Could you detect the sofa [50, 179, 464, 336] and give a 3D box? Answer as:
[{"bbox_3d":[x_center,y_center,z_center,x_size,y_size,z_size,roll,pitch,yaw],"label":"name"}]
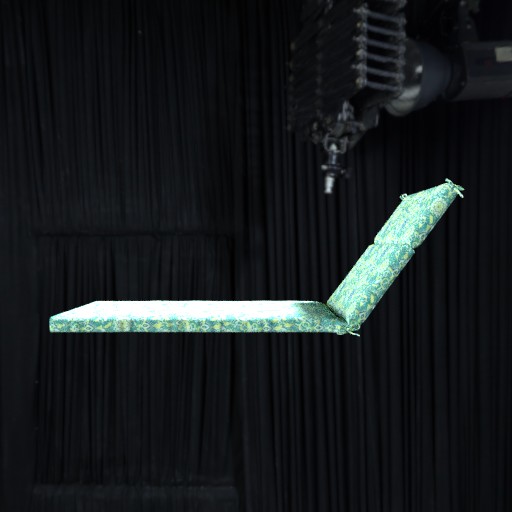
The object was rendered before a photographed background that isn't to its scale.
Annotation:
[{"bbox_3d":[0.000,0.000,2.017,1.663,0.622,0.582,0,1,0],"label":"sofa"}]
